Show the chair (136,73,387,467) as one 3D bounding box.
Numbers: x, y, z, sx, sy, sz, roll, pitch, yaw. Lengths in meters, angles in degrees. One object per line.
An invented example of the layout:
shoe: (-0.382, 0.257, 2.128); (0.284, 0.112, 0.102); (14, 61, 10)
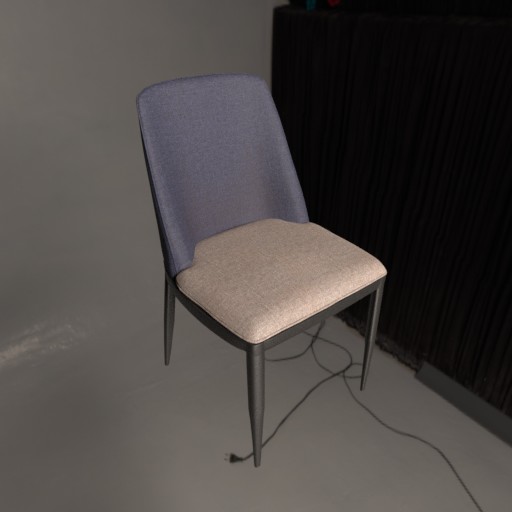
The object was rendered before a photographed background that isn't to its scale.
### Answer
chair: (0.000, 0.000, 1.187); (0.480, 0.839, 0.551); (-22, 38, -32)
